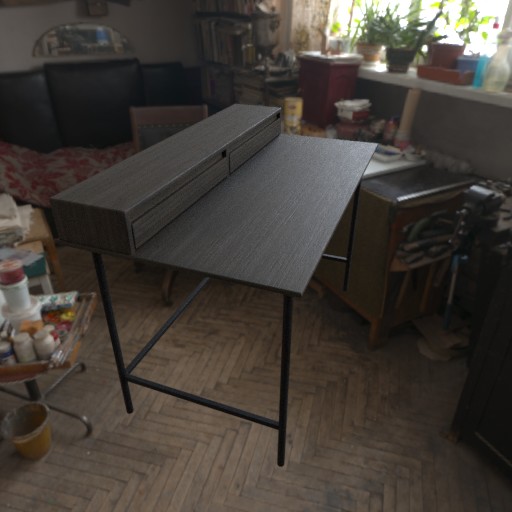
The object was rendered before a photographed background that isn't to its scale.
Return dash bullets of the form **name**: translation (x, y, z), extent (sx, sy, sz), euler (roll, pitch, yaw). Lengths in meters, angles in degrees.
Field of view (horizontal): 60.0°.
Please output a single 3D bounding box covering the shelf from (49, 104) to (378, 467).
- **shelf**: translation (0.000, 0.000, 1.731), extent (0.685, 0.865, 1.212), euler (11, 33, 18)
